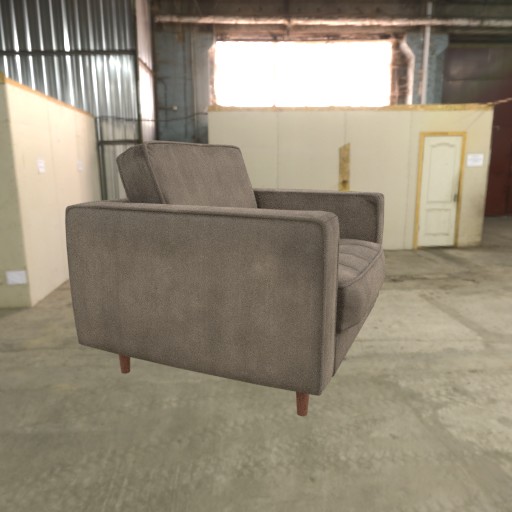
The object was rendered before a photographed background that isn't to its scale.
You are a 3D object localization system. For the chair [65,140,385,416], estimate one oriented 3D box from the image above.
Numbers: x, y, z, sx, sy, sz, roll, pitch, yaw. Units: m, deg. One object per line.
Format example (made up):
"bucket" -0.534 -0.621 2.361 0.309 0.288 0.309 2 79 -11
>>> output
"chair" 0.000 0.000 1.551 0.843 0.773 0.928 5 13 23
